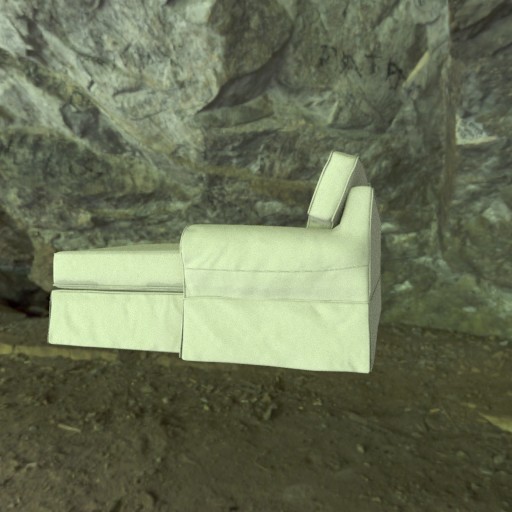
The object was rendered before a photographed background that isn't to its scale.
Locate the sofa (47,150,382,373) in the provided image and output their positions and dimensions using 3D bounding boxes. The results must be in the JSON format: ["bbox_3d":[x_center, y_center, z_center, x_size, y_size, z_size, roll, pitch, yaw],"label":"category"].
[{"bbox_3d":[0.000,0.000,3.232,1.733,0.978,2.475,0,0,17],"label":"sofa"}]
